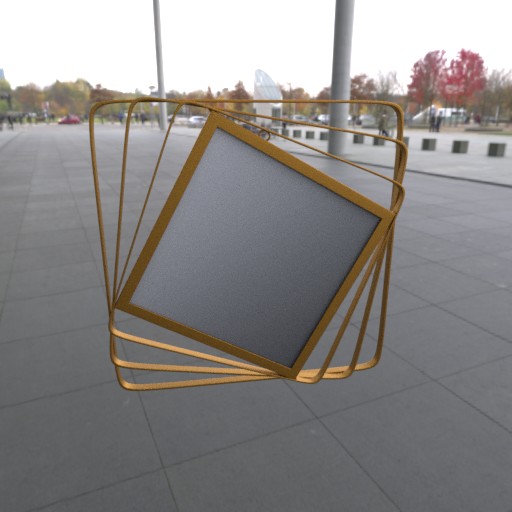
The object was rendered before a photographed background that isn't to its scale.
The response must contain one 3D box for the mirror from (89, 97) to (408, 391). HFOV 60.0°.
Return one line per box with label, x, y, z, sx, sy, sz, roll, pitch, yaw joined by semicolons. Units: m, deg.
mirror;0.000;0.000;0.696;0.470;0.468;0.045;-3;18;-9
